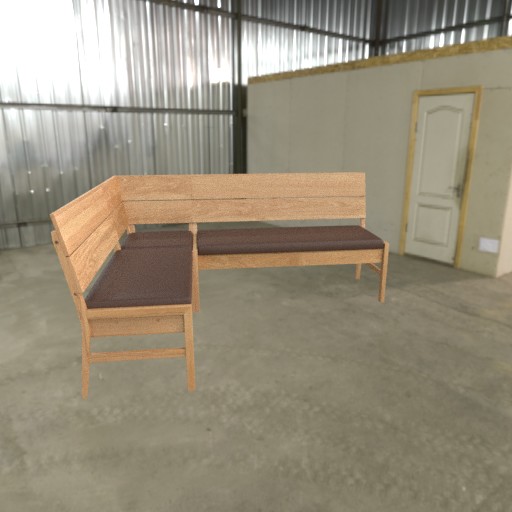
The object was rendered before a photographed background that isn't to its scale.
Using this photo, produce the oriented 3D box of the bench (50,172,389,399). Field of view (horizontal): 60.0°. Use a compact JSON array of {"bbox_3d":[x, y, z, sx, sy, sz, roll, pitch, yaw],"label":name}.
[{"bbox_3d":[0.000,0.000,2.838,1.975,0.890,1.549,-2,16,-8],"label":"bench"}]
